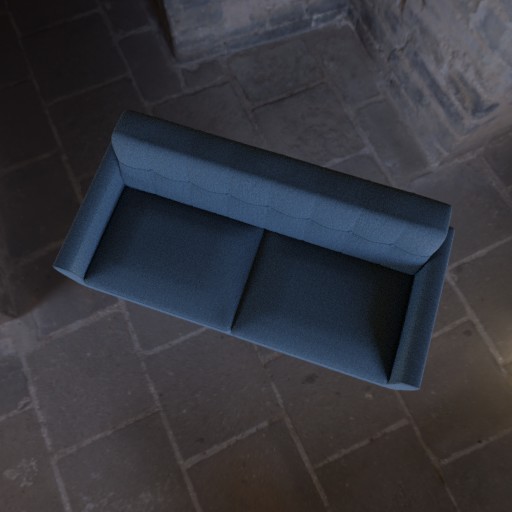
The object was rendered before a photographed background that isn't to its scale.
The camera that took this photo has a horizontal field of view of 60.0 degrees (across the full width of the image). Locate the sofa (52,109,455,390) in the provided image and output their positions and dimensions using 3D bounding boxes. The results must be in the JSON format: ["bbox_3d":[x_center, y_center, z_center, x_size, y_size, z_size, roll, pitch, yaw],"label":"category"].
[{"bbox_3d":[0.000,0.000,2.594,2.055,0.884,0.942,18,75,5],"label":"sofa"}]
